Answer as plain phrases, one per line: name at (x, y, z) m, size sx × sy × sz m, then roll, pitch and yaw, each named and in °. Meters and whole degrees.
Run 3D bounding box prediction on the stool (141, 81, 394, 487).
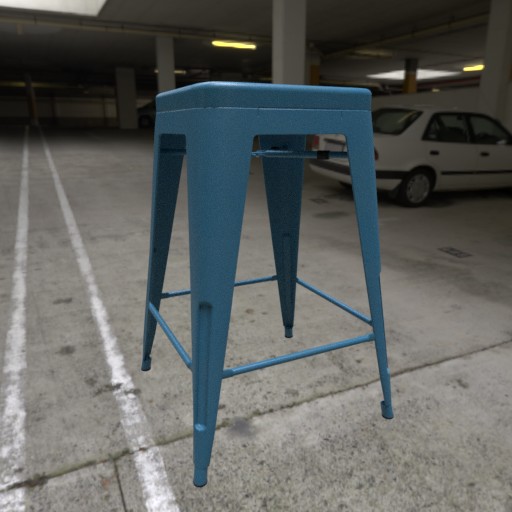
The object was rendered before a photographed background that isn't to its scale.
stool at (0.000, 0.000, 0.874) m, size 0.410 × 0.608 × 0.410 m, roll -8°, pitch 18°, yaw -25°
